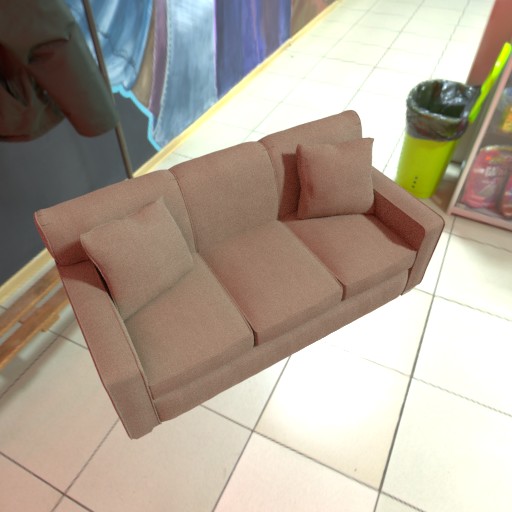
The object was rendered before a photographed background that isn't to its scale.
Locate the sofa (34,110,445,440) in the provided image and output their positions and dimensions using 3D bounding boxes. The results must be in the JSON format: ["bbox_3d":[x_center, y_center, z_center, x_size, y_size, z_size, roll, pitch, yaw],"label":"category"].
[{"bbox_3d":[0.000,0.000,2.564,2.024,0.958,0.997,-23,50,-21],"label":"sofa"}]
